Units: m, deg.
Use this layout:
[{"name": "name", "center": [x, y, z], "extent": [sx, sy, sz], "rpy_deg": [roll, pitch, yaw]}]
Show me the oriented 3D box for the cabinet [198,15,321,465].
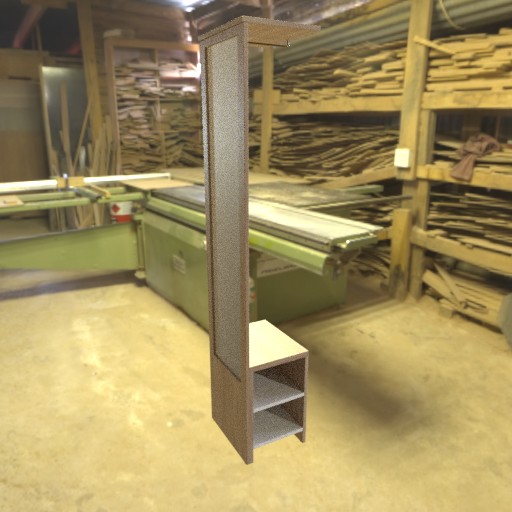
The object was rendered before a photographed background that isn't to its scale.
[{"name": "cabinet", "center": [0.000, 0.000, 2.042], "extent": [0.338, 1.879, 0.411], "rpy_deg": [-9, 18, -28]}]
